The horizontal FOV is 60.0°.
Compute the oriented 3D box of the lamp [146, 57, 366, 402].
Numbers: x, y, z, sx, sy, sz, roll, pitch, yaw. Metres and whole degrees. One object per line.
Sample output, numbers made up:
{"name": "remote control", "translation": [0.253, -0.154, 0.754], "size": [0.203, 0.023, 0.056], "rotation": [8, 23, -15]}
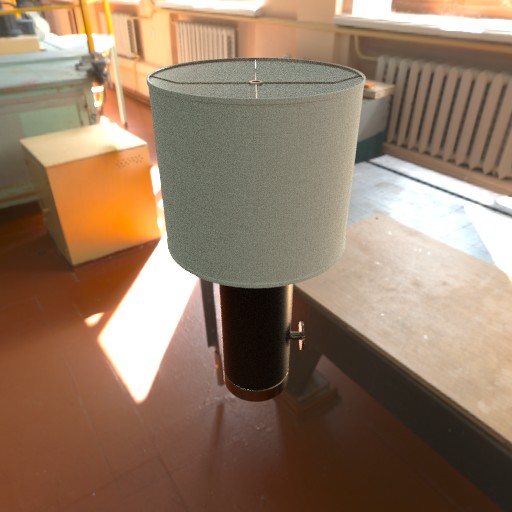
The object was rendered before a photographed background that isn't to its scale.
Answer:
{"name": "lamp", "translation": [0.000, 0.000, 0.624], "size": [0.240, 0.482, 0.241], "rotation": [0, 32, -1]}
